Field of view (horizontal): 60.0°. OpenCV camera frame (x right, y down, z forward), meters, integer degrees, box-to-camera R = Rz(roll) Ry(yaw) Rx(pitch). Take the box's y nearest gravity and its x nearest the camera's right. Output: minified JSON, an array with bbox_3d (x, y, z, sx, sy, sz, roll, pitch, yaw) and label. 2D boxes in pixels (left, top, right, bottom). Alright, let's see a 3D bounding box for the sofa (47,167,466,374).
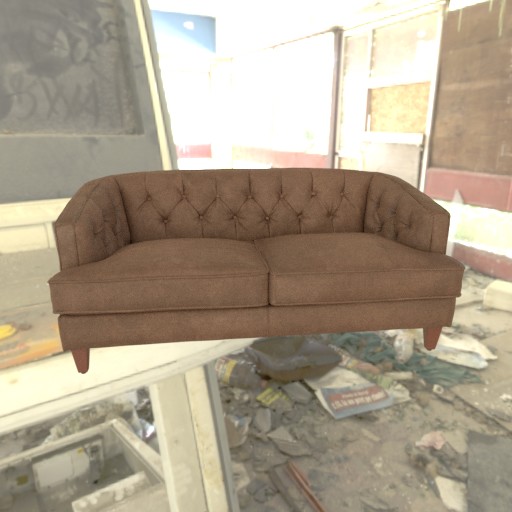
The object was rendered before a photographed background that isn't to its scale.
[{"bbox_3d":[0.000,0.000,2.244,1.767,0.799,0.917,-2,17,-7],"label":"sofa"}]
